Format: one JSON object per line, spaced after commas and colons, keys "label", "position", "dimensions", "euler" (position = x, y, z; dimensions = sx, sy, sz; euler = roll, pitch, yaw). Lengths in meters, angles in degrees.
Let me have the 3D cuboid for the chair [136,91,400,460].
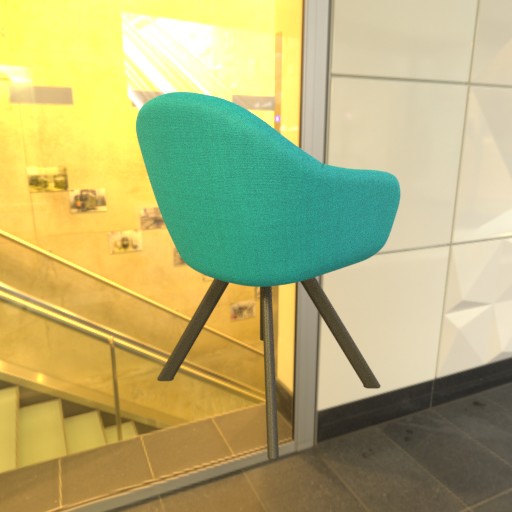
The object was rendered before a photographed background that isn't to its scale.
{"label": "chair", "position": [0.000, 0.000, 1.185], "dimensions": [0.550, 0.795, 0.590], "euler": [-14, 20, -42]}
